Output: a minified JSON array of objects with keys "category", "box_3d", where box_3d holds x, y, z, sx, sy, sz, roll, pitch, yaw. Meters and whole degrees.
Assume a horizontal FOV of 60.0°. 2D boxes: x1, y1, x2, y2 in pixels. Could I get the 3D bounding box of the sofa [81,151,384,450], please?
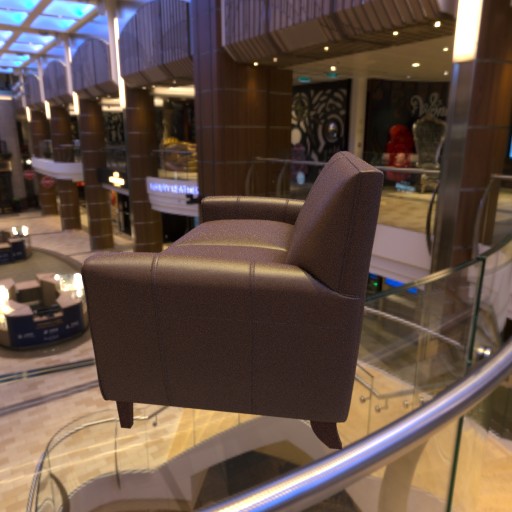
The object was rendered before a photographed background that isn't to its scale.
[{"category":"sofa","box_3d":[0.000,0.000,1.944,0.853,0.859,1.468,2,15,8]}]
